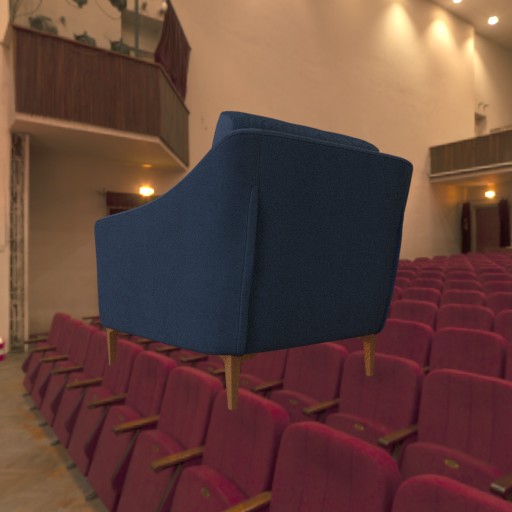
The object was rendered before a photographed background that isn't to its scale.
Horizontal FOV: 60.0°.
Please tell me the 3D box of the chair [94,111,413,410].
[{"bbox_3d":[0.000,0.000,1.737,0.987,0.899,0.961,0,0,-36],"label":"chair"}]
